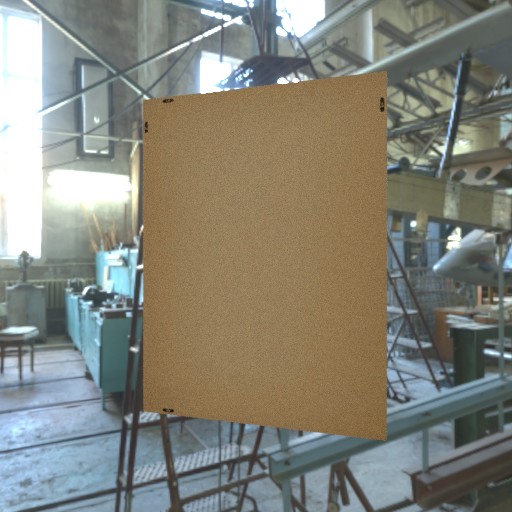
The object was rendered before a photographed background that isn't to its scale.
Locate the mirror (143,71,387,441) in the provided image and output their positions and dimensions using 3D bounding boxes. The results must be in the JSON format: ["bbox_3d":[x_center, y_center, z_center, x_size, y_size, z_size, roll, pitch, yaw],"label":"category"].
[{"bbox_3d":[0.000,0.000,1.345,0.762,1.016,0.040,0,0,17],"label":"mirror"}]
